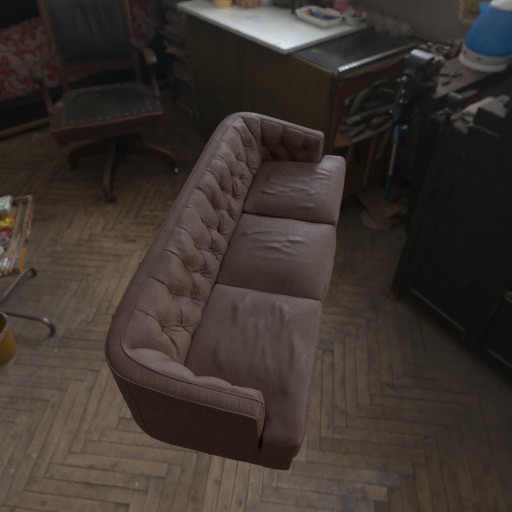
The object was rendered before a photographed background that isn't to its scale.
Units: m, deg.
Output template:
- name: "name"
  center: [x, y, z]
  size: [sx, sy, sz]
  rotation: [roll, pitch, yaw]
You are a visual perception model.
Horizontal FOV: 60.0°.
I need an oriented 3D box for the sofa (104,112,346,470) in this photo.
- name: "sofa"
  center: [0.000, 0.000, 2.678]
  size: [0.927, 0.787, 2.227]
  rotation: [9, 46, 9]
